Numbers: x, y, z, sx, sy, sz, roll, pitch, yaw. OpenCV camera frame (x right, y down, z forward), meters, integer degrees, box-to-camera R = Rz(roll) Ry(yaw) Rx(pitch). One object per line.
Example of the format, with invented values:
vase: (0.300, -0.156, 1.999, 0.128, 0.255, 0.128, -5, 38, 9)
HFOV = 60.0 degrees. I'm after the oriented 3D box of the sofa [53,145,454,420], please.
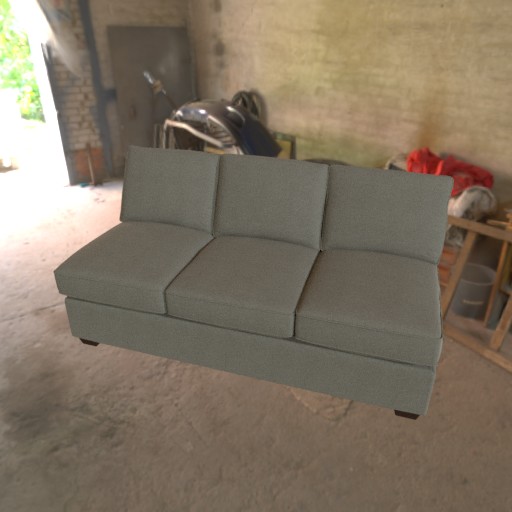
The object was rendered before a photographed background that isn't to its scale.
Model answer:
sofa: (0.000, 0.000, 2.663, 2.092, 1.036, 1.127, 8, 28, 16)
